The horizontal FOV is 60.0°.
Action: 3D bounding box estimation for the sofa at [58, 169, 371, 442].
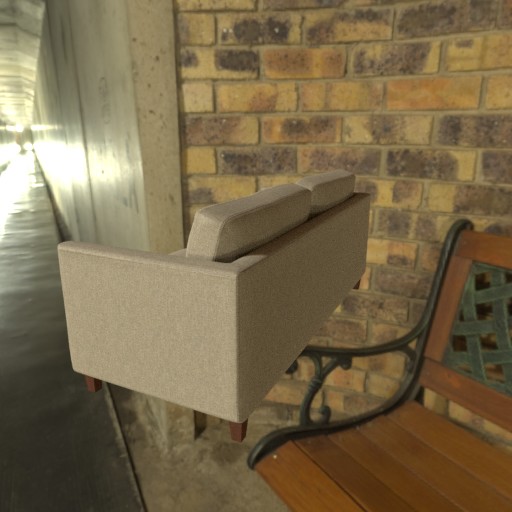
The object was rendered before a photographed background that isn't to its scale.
[{"bbox_3d":[0.000,0.000,2.772,0.956,0.963,2.208,8,18,25],"label":"sofa"}]
